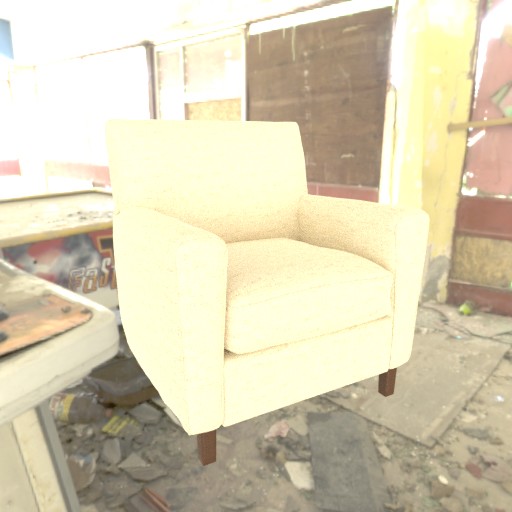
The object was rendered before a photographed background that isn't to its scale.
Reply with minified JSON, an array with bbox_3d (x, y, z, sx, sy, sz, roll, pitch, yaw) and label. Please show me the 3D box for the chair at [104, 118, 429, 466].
[{"bbox_3d":[0.000,0.000,1.574,0.870,0.943,0.823,-8,17,-28],"label":"chair"}]
